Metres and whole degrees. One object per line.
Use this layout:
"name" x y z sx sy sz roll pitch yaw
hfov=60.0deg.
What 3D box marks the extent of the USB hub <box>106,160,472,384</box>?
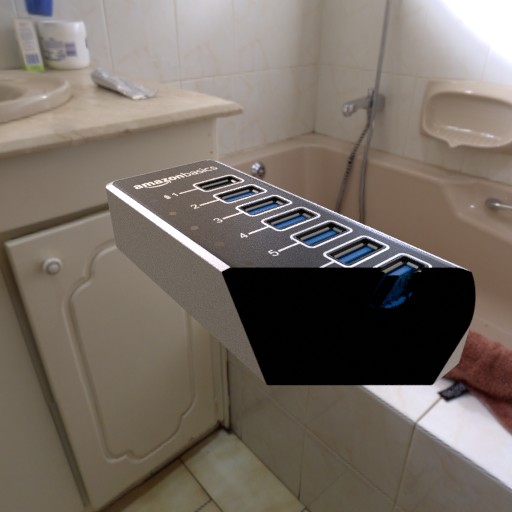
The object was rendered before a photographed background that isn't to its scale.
"USB hub" 0.000 0.000 0.127 0.044 0.023 0.110 -22 37 -33
